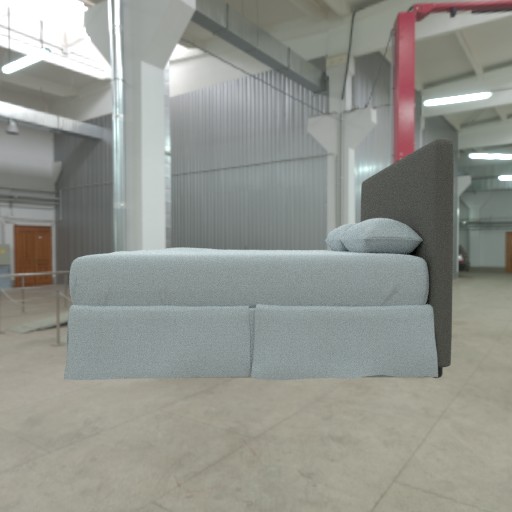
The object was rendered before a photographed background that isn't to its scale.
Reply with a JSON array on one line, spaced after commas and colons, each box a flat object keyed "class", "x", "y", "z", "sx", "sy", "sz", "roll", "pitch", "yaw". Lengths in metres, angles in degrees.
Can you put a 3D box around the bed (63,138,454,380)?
[{"class": "bed", "x": 0.000, "y": 0.000, "z": 3.213, "sx": 2.142, "sy": 1.330, "sz": 1.748, "roll": 0, "pitch": 2, "yaw": 0}]
